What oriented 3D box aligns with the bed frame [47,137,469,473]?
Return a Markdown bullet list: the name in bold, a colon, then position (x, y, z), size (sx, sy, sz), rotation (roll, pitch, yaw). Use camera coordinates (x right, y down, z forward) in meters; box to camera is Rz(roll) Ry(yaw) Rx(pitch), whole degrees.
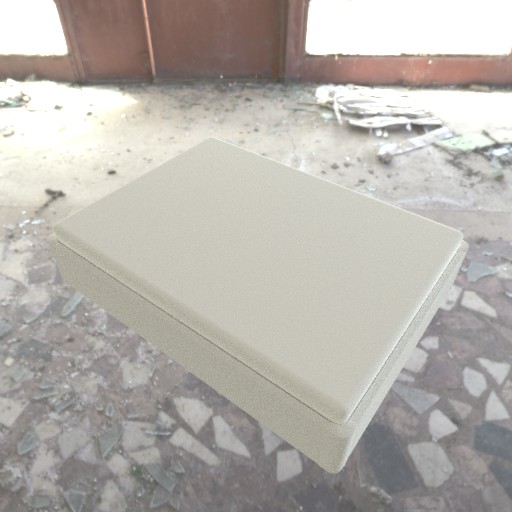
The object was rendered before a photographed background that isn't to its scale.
- **bed frame**: position (0.000, 0.000, 2.520), size (1.900, 0.406, 1.400), rotation (27, 49, 27)
